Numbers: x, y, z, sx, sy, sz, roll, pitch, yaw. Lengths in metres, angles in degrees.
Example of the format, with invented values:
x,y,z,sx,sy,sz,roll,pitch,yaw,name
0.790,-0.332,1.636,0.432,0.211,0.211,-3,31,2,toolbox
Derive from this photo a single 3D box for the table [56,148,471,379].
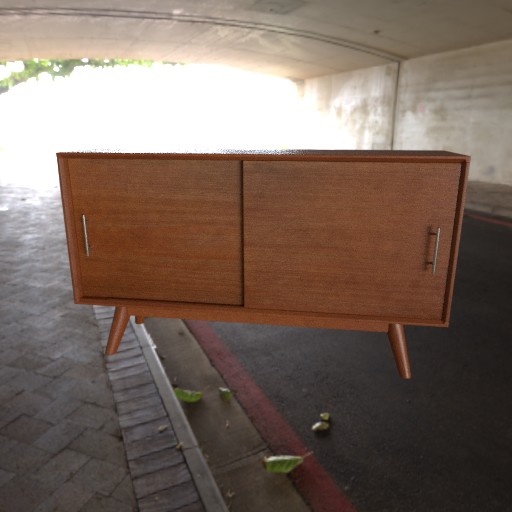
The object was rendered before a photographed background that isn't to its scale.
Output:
x,y,z,sx,sy,sz,roll,pitch,yaw,name
0.000,0.000,1.513,1.220,0.698,0.308,2,17,8,table
